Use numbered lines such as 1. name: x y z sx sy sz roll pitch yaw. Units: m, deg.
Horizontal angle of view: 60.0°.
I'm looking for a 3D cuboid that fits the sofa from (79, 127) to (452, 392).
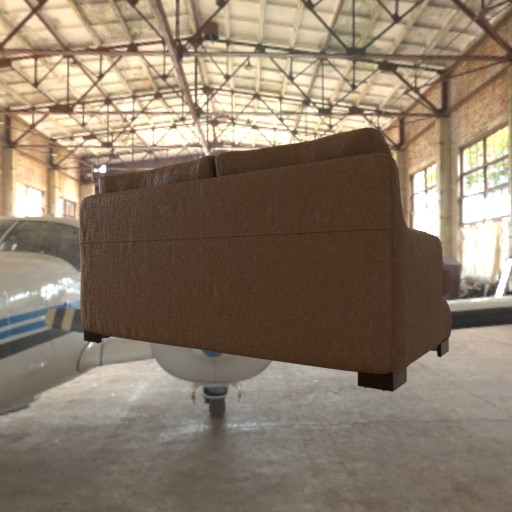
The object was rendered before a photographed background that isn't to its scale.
1. sofa: 0.000 0.000 2.419 1.855 0.980 0.962 -1 -1 35
